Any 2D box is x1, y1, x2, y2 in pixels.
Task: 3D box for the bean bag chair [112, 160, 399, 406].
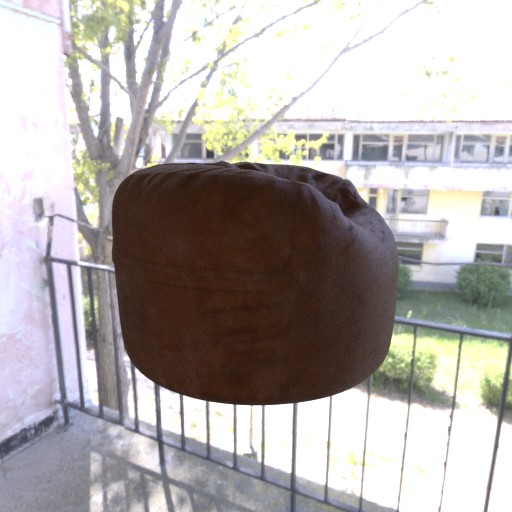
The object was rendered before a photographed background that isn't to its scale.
[{"bbox_3d":[0.000,0.000,1.483,0.918,0.616,0.918,0,13,0],"label":"bean bag chair"}]
